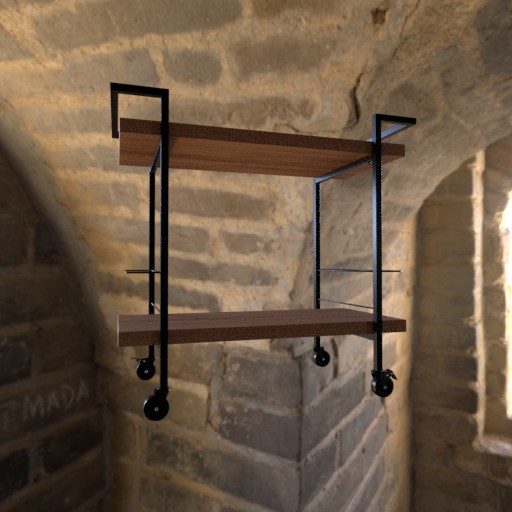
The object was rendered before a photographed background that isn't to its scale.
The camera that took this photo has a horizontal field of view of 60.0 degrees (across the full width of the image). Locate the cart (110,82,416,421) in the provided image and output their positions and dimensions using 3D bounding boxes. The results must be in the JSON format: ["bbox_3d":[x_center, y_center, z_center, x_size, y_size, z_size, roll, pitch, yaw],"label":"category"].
[{"bbox_3d":[0.000,0.000,1.290,0.806,0.762,0.406,0,-1,-17],"label":"cart"}]
